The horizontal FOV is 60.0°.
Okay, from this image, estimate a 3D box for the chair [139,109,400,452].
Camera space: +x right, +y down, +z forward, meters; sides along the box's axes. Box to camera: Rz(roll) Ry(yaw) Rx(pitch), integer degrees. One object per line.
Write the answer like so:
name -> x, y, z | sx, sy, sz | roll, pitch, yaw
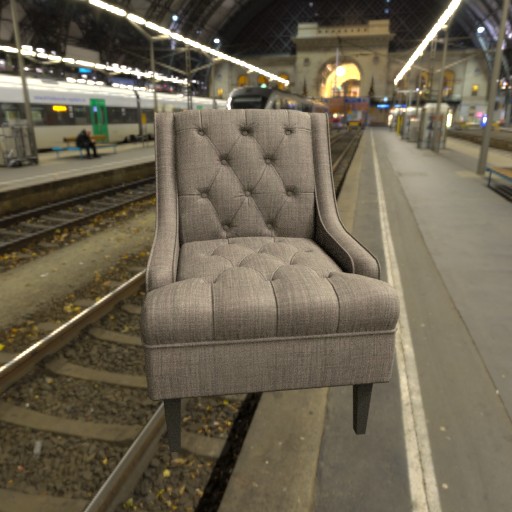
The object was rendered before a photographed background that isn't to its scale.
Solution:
chair -> 0.000, 0.000, 1.395 | 0.655, 0.891, 0.771 | -2, 17, -7
